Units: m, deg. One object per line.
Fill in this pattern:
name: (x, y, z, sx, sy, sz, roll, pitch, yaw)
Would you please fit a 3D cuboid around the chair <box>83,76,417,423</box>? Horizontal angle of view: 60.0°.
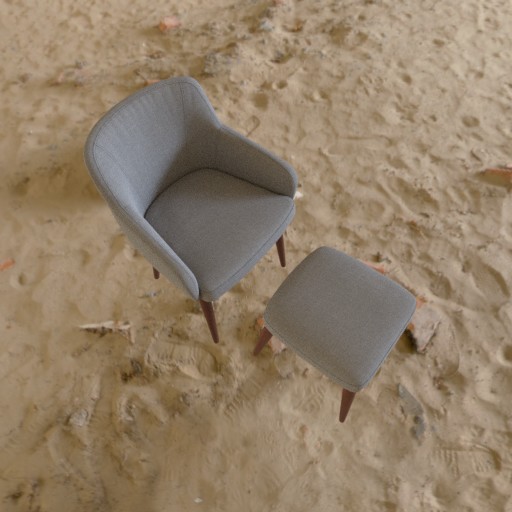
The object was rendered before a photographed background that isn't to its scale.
chair: (0.000, 0.000, 1.562, 1.107, 0.799, 0.584, 34, 64, 19)
